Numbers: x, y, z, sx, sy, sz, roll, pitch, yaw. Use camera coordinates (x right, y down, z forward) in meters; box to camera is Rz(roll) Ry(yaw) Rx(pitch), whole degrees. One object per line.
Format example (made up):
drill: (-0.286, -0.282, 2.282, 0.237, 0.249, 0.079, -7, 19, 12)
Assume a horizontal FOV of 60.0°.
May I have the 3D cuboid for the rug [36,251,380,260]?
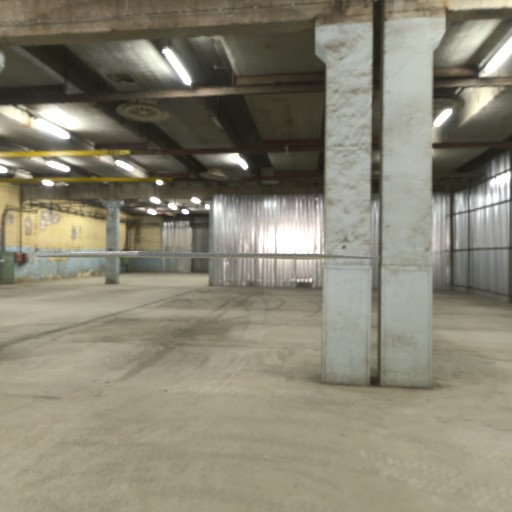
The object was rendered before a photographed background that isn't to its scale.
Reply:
rug: (0.000, 0.000, 2.671, 0.675, 0.037, 2.341, 0, -1, 36)
